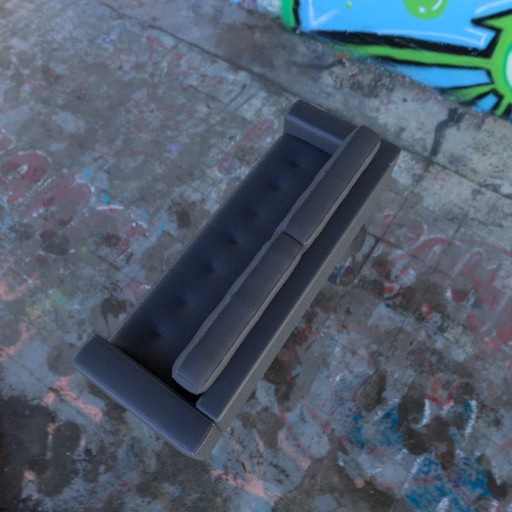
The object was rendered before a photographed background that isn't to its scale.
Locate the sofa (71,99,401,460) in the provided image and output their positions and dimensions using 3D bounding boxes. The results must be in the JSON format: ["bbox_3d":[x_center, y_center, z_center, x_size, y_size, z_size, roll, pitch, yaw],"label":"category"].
[{"bbox_3d":[0.000,0.000,2.757,0.833,0.893,2.275,31,67,15],"label":"sofa"}]
